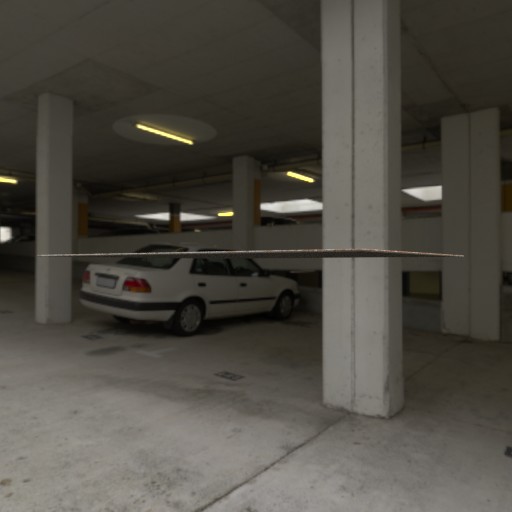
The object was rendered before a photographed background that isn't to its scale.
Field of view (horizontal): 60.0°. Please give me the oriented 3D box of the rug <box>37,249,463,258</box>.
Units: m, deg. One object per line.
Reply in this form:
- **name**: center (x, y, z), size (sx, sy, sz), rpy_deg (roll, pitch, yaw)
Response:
- **rug**: center (0.000, 0.000, 4.044), size (3.050, 0.011, 2.441), rpy_deg (-1, -1, 36)
